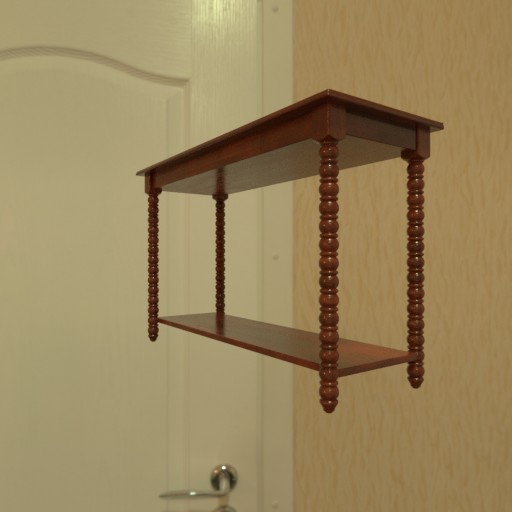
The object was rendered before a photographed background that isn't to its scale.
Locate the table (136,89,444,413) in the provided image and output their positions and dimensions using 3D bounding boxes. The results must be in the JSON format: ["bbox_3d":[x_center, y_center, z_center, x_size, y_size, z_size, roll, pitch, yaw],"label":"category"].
[{"bbox_3d":[0.000,0.000,1.584,0.459,0.740,1.184,0,0,-35],"label":"table"}]
